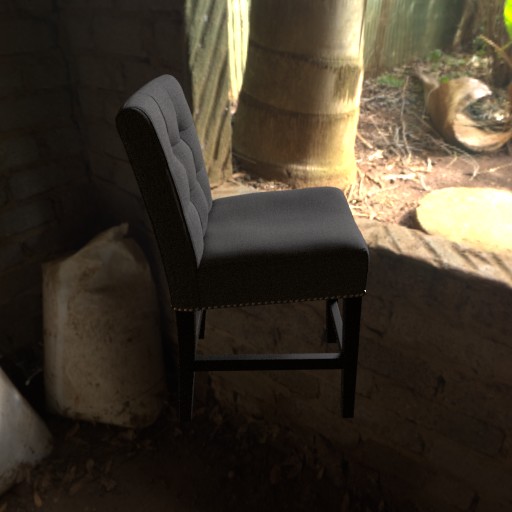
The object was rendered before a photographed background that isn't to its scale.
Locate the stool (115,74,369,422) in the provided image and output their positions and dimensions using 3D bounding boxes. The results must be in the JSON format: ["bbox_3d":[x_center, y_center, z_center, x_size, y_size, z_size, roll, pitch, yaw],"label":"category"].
[{"bbox_3d":[0.000,0.000,1.224,0.571,0.885,0.427,0,30,0],"label":"stool"}]
